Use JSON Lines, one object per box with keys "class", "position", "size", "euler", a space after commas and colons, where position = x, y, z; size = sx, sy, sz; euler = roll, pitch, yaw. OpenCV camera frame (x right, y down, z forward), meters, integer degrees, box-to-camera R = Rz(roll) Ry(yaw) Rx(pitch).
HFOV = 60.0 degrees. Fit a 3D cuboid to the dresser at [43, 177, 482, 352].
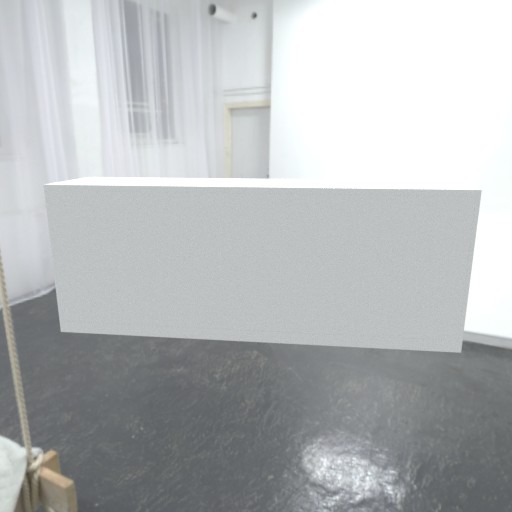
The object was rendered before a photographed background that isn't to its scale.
{"class": "dresser", "position": [0.000, 0.000, 2.557], "size": [2.200, 0.840, 0.500], "euler": [2, 15, 7]}
